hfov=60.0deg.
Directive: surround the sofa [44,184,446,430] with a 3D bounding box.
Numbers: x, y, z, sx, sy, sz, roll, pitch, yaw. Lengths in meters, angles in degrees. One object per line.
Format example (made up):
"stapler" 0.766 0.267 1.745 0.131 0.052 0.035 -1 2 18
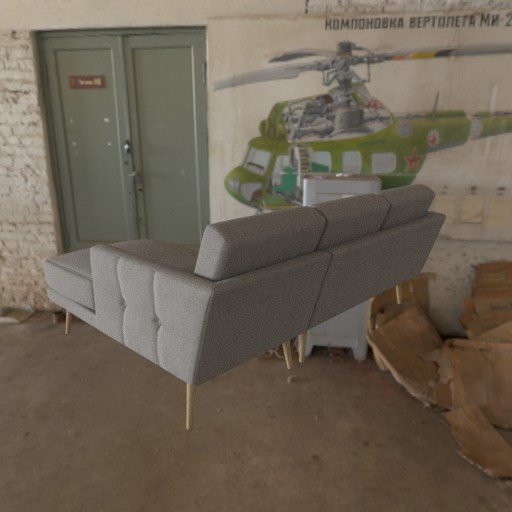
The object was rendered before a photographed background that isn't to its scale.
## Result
"sofa" 0.000 0.000 2.761 1.530 0.860 2.040 15 22 42
